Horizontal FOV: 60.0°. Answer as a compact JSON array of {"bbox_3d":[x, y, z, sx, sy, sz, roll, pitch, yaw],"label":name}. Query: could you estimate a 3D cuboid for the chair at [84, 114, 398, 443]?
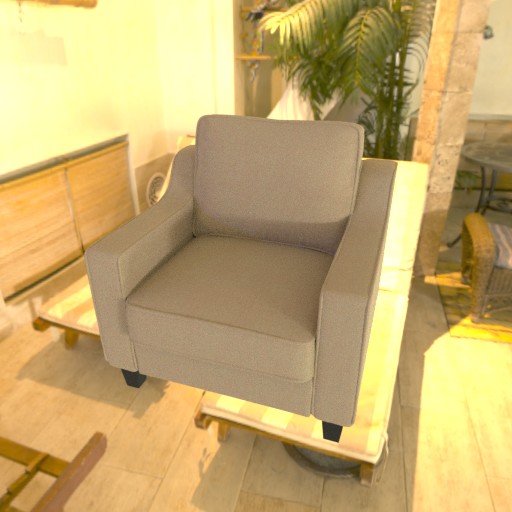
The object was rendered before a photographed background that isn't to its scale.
[{"bbox_3d":[0.000,0.000,1.696,0.922,0.948,0.882,9,28,17],"label":"chair"}]
